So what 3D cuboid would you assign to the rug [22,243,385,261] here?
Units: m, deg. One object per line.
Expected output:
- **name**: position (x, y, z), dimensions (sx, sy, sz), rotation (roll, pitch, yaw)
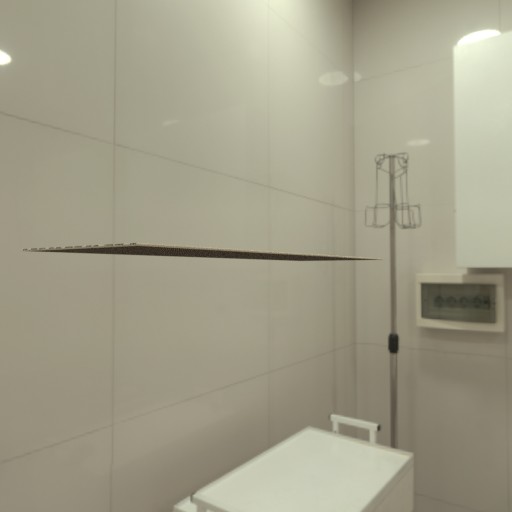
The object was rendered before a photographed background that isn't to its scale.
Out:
- **rug**: position (0.000, 0.000, 2.682), dimensions (0.750, 0.009, 2.435), rotation (-1, -2, 35)
